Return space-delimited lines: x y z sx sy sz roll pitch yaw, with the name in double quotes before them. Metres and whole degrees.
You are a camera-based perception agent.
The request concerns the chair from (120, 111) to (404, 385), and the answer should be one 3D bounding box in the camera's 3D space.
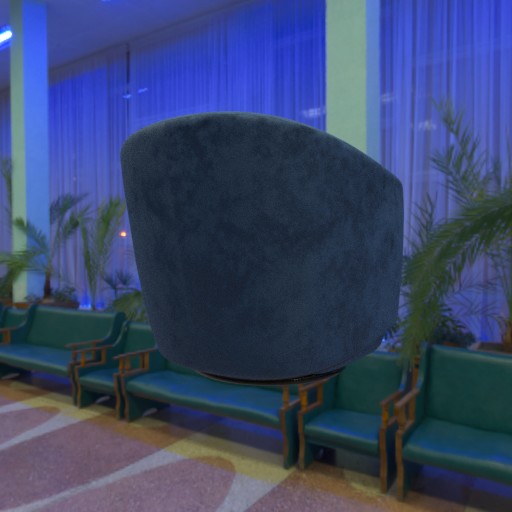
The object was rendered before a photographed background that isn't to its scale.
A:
"chair" 0.000 0.000 1.386 0.773 0.698 0.767 1 1 35
